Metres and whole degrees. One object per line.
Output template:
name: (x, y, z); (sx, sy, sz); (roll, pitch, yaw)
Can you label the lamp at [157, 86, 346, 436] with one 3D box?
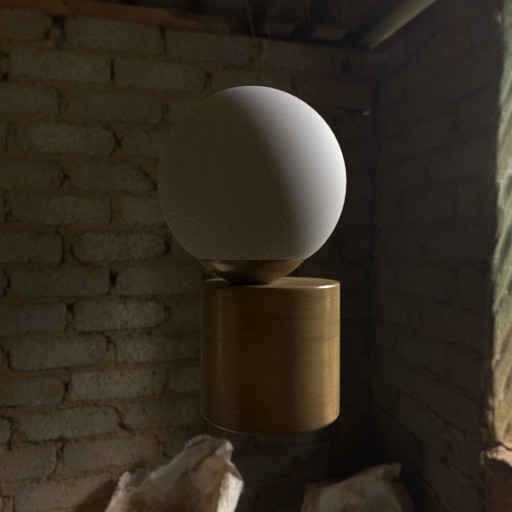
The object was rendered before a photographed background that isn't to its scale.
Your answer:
lamp: (0.000, 0.000, 0.345); (0.141, 0.250, 0.152); (1, 1, 36)
